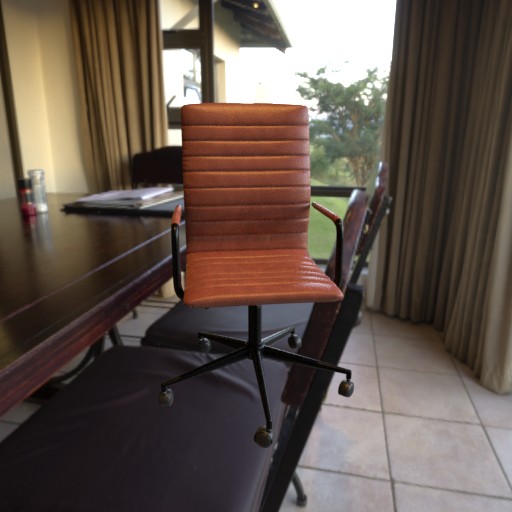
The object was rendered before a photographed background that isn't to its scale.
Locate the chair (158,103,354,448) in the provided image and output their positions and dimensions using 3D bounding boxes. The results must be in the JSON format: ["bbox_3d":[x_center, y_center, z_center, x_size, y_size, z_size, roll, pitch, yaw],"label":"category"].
[{"bbox_3d":[0.000,0.000,1.298,0.600,0.878,0.578,-2,16,-7],"label":"chair"}]
